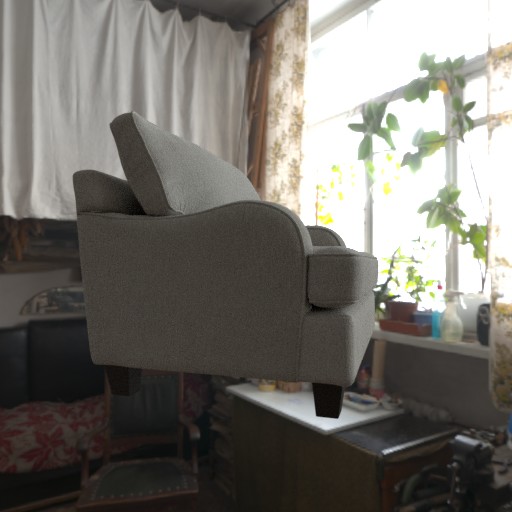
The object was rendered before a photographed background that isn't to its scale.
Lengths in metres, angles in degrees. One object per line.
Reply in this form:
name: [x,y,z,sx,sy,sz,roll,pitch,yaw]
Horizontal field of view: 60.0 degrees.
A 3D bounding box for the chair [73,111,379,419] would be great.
chair: [0.000,0.000,2.015,1.041,1.016,1.220,0,-1,18]
